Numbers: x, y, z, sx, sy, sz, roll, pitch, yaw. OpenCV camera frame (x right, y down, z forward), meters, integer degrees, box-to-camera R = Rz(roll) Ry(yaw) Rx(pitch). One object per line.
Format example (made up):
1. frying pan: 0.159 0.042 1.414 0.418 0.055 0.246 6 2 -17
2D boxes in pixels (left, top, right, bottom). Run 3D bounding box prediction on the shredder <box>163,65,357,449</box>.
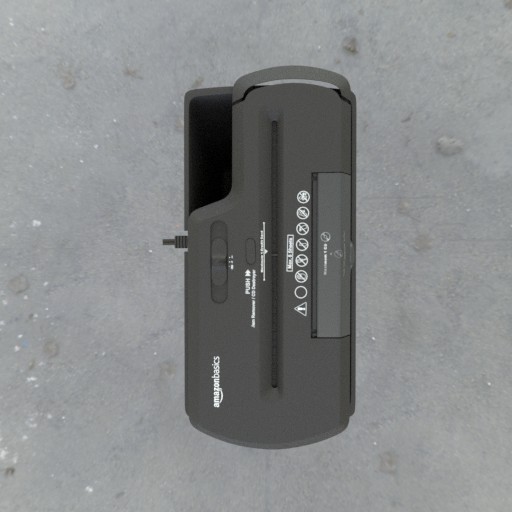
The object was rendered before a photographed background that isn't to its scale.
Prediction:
1. shredder: 0.000 0.000 0.519 0.170 0.335 0.320 0 91 0
